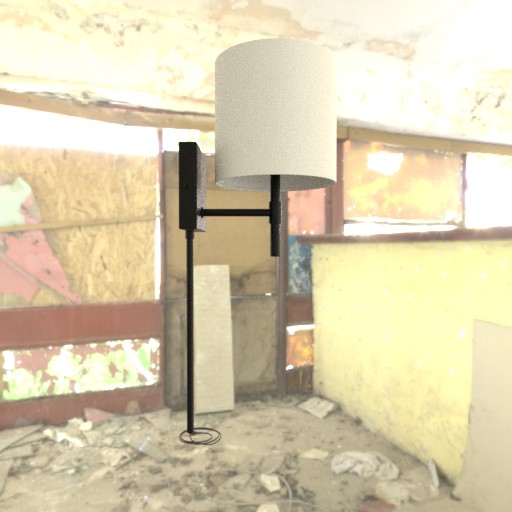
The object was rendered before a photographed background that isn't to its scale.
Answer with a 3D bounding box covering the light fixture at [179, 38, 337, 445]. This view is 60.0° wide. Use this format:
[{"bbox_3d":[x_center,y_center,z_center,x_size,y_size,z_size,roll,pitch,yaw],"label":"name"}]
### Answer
[{"bbox_3d":[0.000,0.000,0.695,0.248,0.589,0.188,0,1,0],"label":"light fixture"}]
